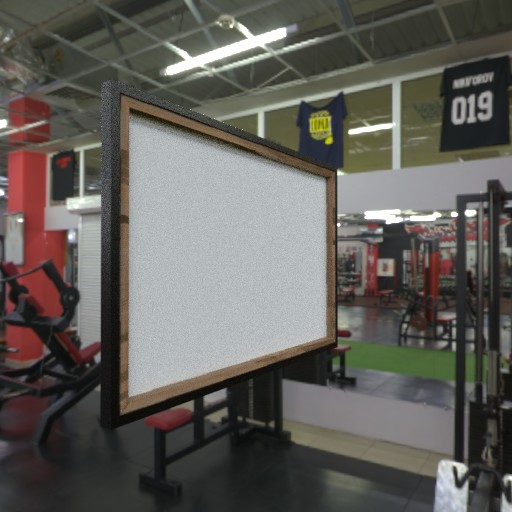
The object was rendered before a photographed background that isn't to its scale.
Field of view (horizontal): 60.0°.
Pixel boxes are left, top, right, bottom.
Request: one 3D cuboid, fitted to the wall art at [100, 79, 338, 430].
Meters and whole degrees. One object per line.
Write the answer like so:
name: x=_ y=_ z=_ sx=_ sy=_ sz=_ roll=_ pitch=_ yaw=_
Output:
wall art: x=0.000 y=0.000 z=0.835 sx=0.022 sy=0.446 sz=0.659 roll=0 pitch=-1 yaw=36
